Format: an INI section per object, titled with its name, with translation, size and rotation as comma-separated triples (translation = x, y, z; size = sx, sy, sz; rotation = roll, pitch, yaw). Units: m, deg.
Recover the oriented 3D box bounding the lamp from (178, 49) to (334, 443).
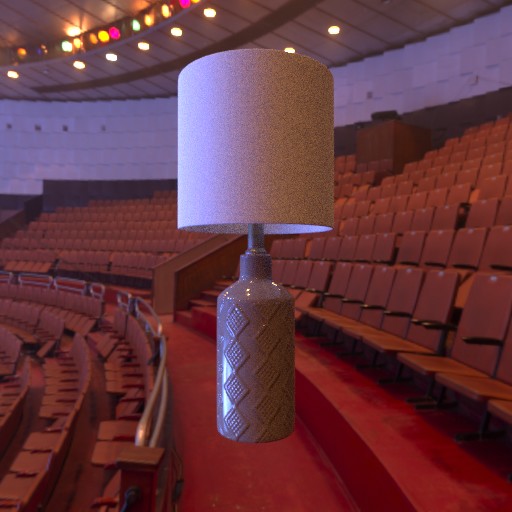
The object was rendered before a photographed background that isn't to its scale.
[lamp]
translation = 0.000, 0.000, 0.595
size = 0.207, 0.461, 0.207
rotation = 0, -1, -1
